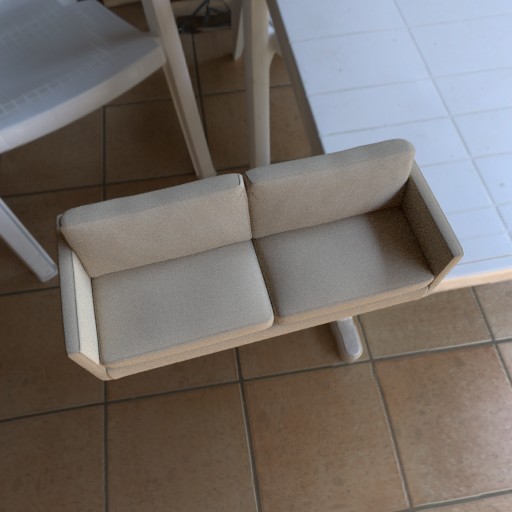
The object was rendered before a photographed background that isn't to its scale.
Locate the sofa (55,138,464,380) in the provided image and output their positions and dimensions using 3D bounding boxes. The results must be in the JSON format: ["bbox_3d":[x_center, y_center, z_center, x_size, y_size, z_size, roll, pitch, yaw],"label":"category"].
[{"bbox_3d":[0.000,0.000,2.921,2.361,0.968,0.951,-13,64,-7],"label":"sofa"}]
